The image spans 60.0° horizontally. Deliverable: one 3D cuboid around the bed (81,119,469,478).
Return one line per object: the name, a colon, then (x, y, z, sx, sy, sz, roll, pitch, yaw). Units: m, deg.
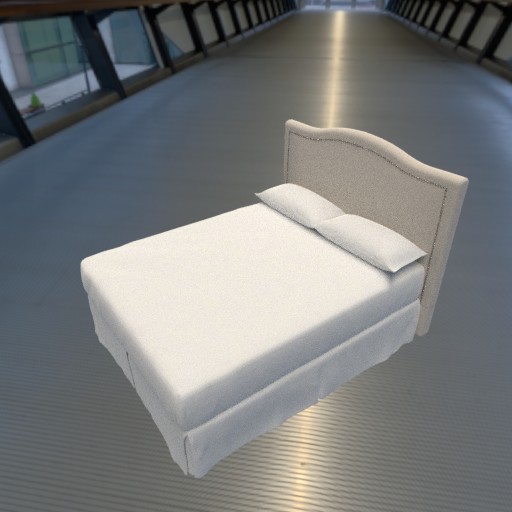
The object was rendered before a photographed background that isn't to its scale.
bed: (0.000, 0.000, 3.229, 2.143, 1.460, 1.753, -21, 38, -30)
